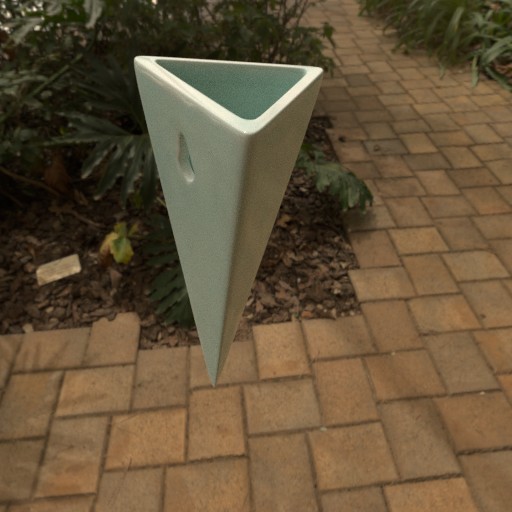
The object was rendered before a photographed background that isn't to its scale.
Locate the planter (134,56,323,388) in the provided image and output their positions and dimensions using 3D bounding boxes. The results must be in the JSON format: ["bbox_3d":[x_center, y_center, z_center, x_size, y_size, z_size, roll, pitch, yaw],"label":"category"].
[{"bbox_3d":[0.000,0.000,0.218,0.064,0.178,0.080,-25,47,-25],"label":"planter"}]
